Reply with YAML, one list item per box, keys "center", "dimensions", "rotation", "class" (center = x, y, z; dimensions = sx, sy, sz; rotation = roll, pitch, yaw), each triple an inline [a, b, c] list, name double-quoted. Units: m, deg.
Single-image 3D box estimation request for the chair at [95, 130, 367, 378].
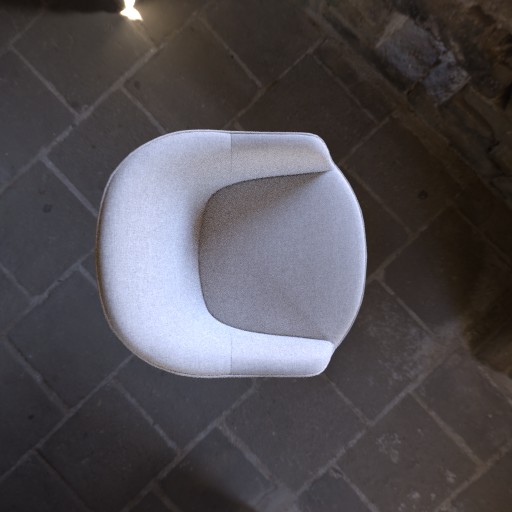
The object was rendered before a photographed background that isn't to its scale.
- center: [0.000, 0.000, 1.259]
  dimensions: [0.635, 0.823, 0.596]
  rotation: [0, 89, -1]
  class: "chair"
